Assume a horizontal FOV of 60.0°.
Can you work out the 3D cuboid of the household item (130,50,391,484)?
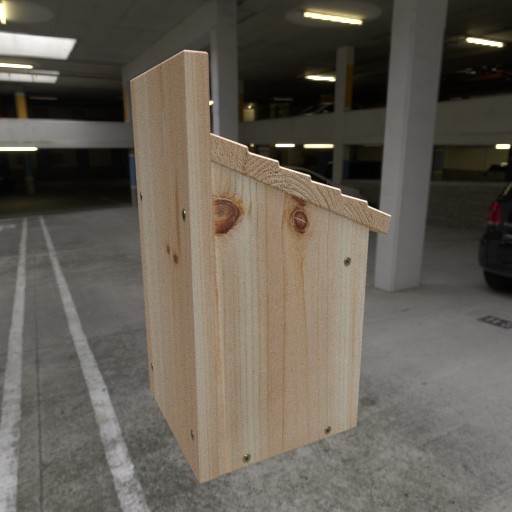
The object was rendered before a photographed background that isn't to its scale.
[{"bbox_3d":[0.000,0.000,0.395,0.171,0.300,0.149,-7,16,-26],"label":"household item"}]
